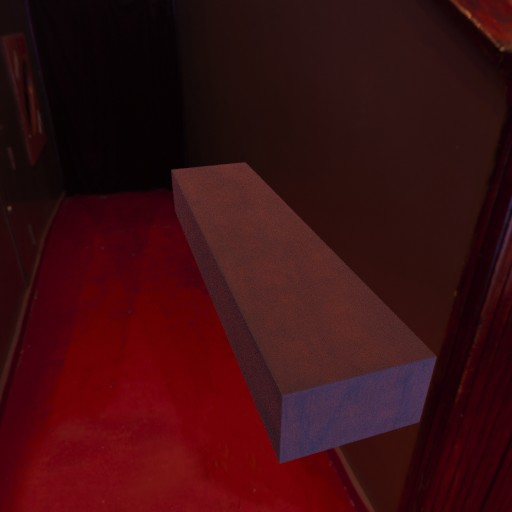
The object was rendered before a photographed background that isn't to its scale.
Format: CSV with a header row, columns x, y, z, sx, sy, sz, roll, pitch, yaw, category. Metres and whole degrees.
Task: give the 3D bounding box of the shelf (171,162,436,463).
x,y,z,sx,sy,sz,roll,pitch,yaw,category
0.000,0.000,0.659,0.152,0.088,0.607,-9,31,-16,shelf
